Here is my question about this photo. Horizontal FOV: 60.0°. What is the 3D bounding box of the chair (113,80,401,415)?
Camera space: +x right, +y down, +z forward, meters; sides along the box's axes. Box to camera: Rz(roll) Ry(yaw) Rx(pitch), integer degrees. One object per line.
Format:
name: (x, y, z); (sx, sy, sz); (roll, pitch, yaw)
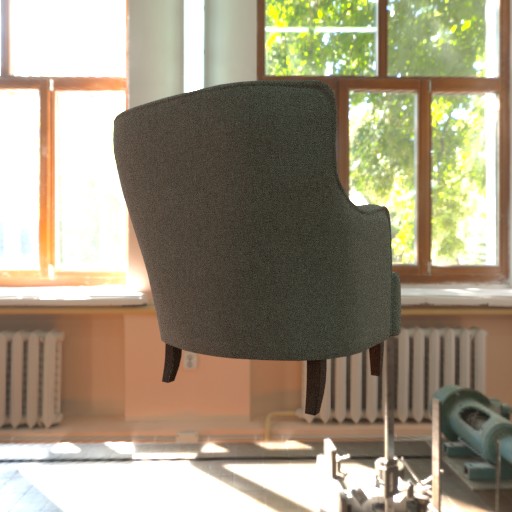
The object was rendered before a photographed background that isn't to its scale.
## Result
chair: (0.000, 0.000, 1.561); (0.820, 0.920, 0.910); (0, 0, 34)
